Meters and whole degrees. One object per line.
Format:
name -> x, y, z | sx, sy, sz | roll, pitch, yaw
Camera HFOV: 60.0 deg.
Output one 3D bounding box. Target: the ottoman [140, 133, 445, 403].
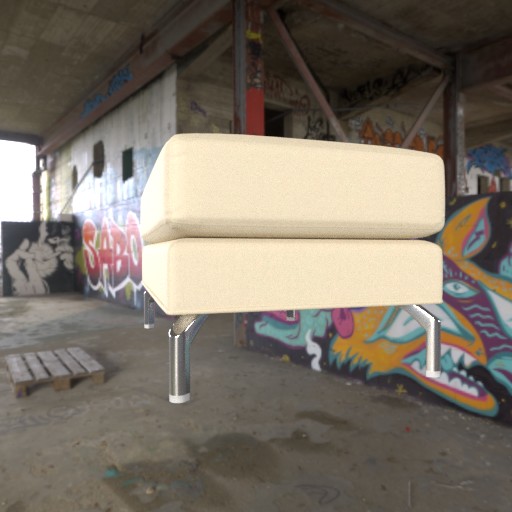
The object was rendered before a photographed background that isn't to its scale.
ottoman -> 0.000, 0.000, 1.221 | 0.581, 0.497, 0.835 | 0, 1, -17
